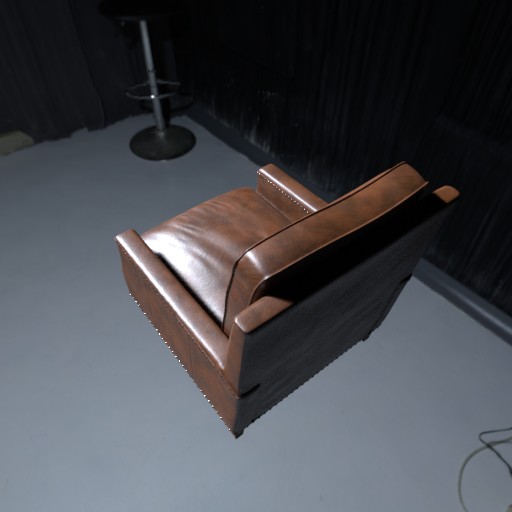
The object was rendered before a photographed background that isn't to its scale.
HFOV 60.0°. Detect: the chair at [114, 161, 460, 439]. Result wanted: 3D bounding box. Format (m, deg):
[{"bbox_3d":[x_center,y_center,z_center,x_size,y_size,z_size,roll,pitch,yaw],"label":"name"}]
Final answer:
[{"bbox_3d":[0.000,0.000,1.818,0.854,1.054,1.035,-30,54,-25],"label":"chair"}]
